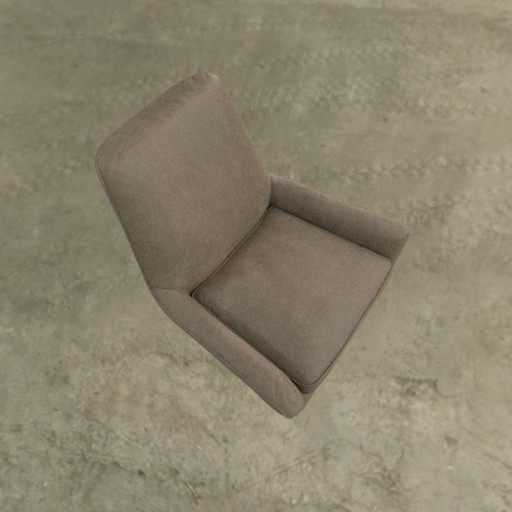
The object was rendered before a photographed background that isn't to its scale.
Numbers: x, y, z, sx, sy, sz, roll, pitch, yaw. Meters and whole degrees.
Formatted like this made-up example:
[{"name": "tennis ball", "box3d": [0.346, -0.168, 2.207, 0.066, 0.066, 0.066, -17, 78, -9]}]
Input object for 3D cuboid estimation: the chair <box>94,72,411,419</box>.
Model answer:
[{"name": "chair", "box3d": [0.000, 0.000, 1.526, 0.824, 0.888, 0.787, 31, 63, 18]}]
